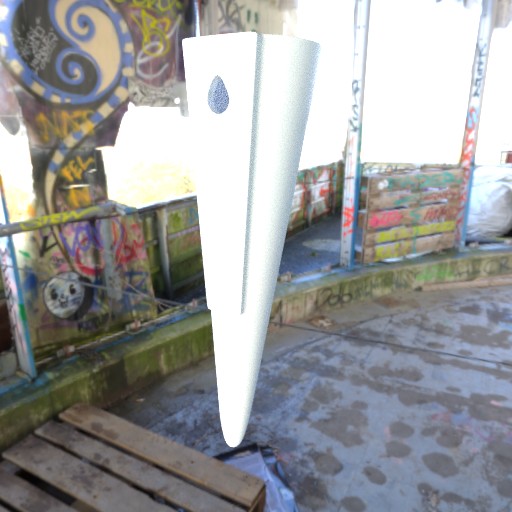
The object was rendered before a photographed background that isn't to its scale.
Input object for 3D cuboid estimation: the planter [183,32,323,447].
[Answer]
[{"bbox_3d":[0.000,0.000,0.224,0.057,0.193,0.064,9,19,27],"label":"planter"}]
